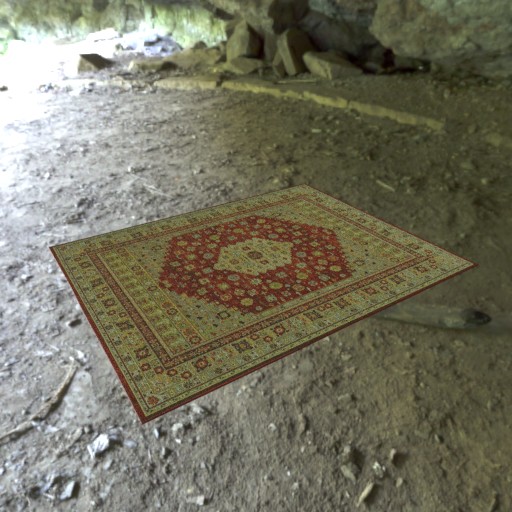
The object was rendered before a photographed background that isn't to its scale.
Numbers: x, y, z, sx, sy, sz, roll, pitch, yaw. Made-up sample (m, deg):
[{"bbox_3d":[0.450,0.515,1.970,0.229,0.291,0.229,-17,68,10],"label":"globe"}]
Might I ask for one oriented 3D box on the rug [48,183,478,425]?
[{"bbox_3d":[0.000,0.000,3.984,3.053,0.013,2.387,-18,34,-28],"label":"rug"}]
